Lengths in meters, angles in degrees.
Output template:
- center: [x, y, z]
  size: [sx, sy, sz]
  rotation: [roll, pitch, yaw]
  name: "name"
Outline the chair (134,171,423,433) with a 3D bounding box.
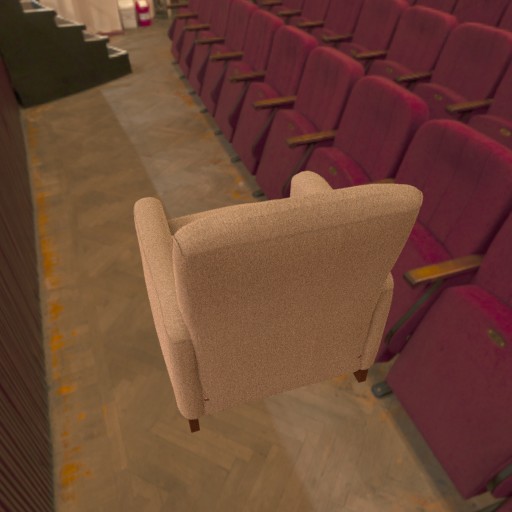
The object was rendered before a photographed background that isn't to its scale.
- center: [0.000, 0.000, 1.706]
  size: [0.848, 1.014, 0.864]
  rotation: [-12, 41, -14]
  name: "chair"
